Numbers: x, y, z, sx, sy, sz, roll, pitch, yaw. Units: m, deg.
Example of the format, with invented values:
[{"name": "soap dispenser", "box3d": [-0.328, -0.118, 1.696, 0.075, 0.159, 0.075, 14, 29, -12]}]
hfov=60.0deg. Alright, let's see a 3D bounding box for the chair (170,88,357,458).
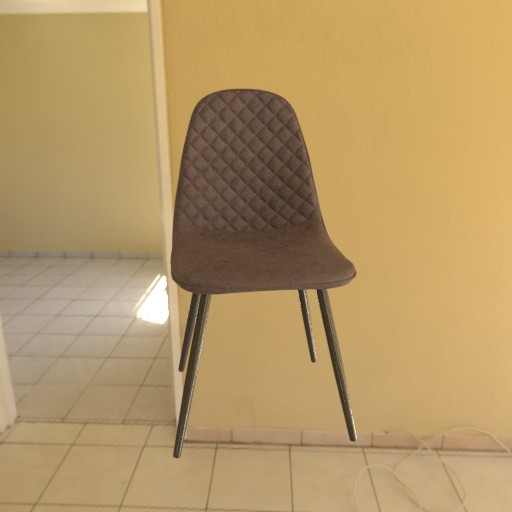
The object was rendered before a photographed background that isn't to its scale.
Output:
[{"name": "chair", "box3d": [0.000, 0.000, 1.203, 0.472, 0.889, 0.561, -2, 17, -7]}]
